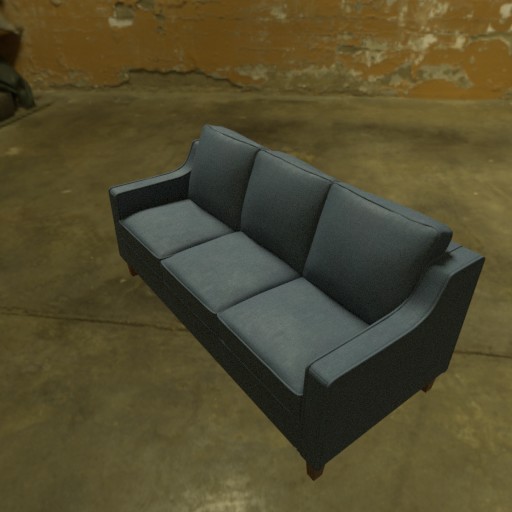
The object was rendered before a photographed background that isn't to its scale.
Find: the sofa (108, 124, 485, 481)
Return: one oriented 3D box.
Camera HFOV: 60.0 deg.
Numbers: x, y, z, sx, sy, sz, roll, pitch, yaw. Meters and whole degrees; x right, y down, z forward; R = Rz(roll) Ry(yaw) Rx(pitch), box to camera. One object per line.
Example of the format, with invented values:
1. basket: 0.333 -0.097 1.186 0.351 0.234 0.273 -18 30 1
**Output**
1. sofa: 0.000 0.000 2.455 0.911 0.974 1.986 -22 39 -30
